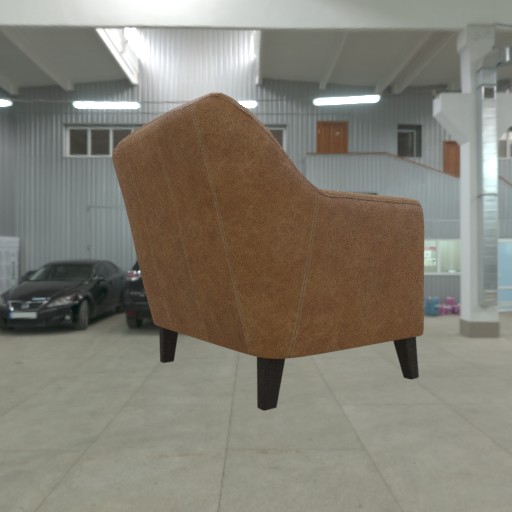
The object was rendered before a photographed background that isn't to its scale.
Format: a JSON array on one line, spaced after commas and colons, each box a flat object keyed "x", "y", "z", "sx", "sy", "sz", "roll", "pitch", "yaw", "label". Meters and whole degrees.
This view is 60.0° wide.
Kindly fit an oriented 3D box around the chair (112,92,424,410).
[{"x": 0.000, "y": 0.000, "z": 1.887, "sx": 1.034, "sy": 0.980, "sz": 1.037, "roll": 0, "pitch": 0, "yaw": -36, "label": "chair"}]
